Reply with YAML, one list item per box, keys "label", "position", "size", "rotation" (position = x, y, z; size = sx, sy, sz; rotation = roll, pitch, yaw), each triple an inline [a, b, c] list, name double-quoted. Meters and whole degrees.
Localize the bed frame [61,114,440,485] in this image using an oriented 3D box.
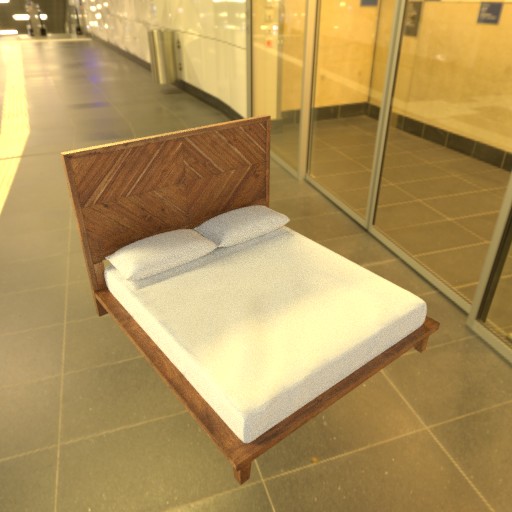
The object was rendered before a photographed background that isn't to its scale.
- label: "bed frame"
  position: [0.000, 0.000, 3.554]
  size: [2.038, 1.537, 2.235]
  rotation: [-22, 37, -32]
